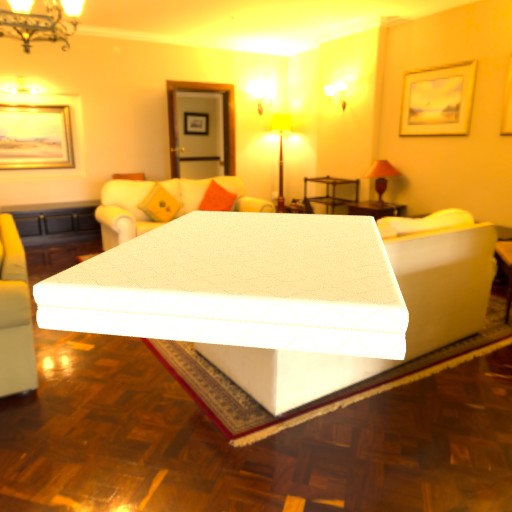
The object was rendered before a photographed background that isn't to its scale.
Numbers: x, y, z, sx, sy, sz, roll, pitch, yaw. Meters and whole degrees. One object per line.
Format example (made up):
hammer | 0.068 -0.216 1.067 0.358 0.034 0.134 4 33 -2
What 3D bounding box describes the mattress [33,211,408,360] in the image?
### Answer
mattress | 0.000 0.000 2.505 1.400 0.200 1.900 3 15 11
